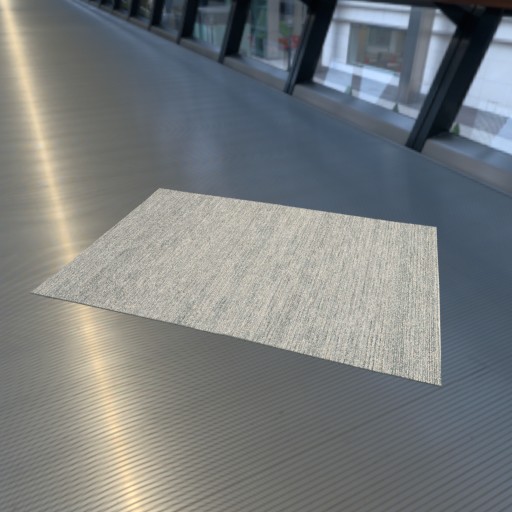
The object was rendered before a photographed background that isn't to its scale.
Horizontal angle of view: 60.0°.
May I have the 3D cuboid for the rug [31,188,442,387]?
[{"bbox_3d":[0.000,0.000,2.992,2.338,0.030,1.616,10,34,15],"label":"rug"}]
